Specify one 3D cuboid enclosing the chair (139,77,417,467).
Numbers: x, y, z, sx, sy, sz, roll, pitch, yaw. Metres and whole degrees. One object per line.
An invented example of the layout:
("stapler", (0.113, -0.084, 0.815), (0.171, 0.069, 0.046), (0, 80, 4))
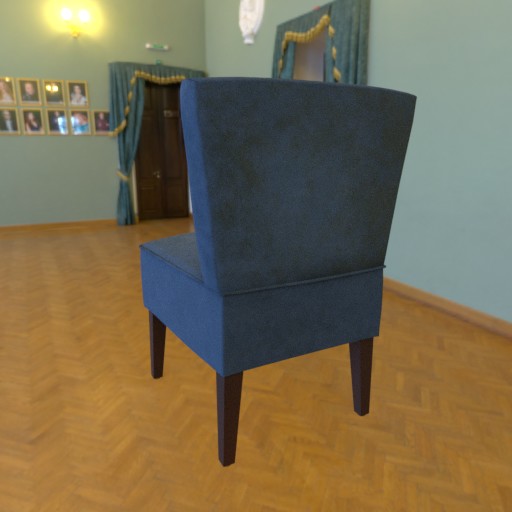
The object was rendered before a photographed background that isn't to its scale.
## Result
("chair", (0.000, 0.000, 1.162), (0.521, 0.806, 0.551), (-8, 16, -27))
